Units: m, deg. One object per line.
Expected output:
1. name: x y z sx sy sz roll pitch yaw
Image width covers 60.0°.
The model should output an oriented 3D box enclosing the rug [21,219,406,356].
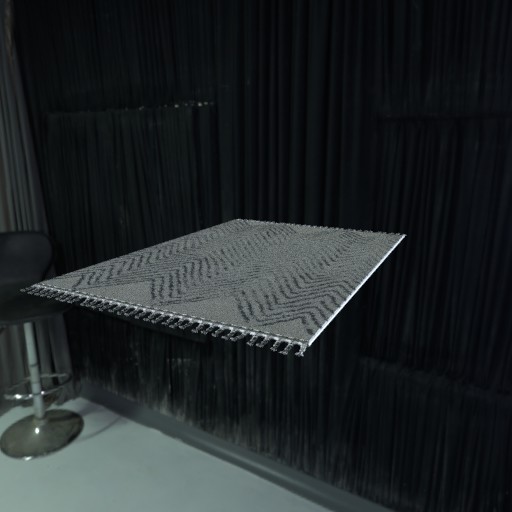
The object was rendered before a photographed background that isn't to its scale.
1. rug: 0.000 0.000 2.314 1.230 0.014 1.847 8 17 26
